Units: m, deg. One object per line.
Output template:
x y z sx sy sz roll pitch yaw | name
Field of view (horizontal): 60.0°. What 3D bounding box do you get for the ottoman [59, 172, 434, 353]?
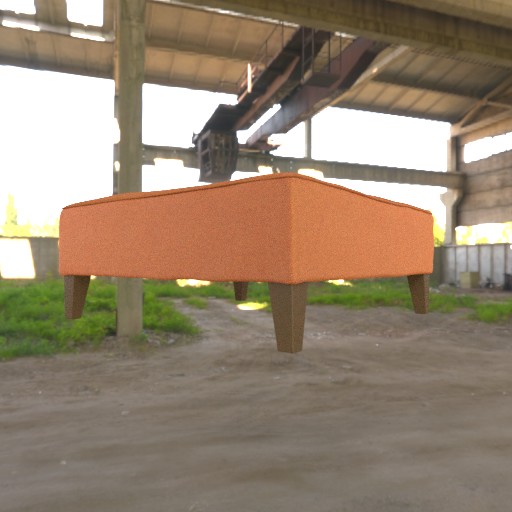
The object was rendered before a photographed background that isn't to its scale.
0.000 0.000 1.626 0.997 0.438 0.999 -1 -1 38 | ottoman
